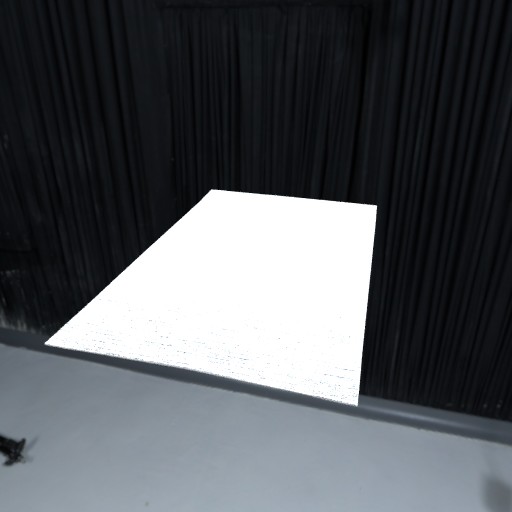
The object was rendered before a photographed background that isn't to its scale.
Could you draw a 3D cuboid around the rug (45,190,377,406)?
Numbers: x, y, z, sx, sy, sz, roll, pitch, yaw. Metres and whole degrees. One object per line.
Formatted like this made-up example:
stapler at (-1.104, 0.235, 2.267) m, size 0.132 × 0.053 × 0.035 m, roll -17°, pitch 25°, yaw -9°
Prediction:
rug at (0.000, 0.000, 2.270) m, size 1.149 × 0.021 × 1.773 m, roll 7°, pitch 29°, yaw 14°
